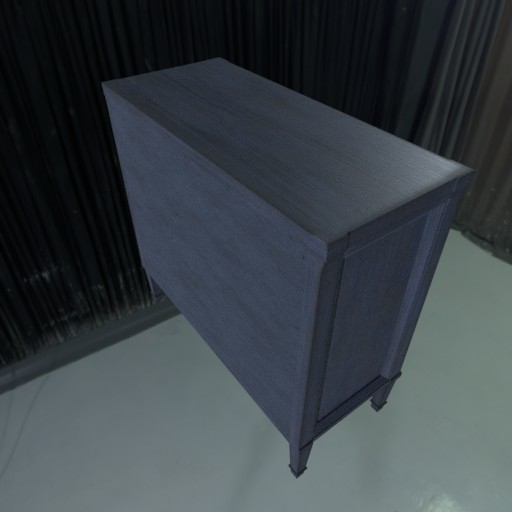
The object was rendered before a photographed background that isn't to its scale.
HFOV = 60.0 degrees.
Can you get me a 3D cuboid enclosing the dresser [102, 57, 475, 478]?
[{"bbox_3d":[0.000,0.000,1.529,0.463,0.986,1.049,-26,46,-27],"label":"dresser"}]
